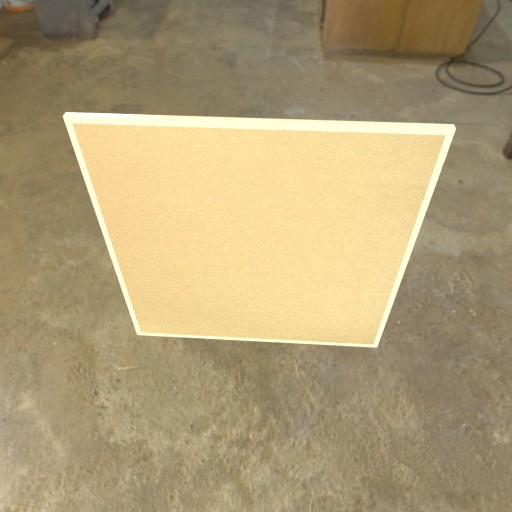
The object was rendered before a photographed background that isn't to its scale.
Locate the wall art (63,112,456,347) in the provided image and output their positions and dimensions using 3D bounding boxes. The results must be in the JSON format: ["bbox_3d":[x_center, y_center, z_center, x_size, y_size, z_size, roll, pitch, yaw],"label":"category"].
[{"bbox_3d":[0.000,0.000,0.832,0.557,0.557,0.012,3,46,2],"label":"wall art"}]
